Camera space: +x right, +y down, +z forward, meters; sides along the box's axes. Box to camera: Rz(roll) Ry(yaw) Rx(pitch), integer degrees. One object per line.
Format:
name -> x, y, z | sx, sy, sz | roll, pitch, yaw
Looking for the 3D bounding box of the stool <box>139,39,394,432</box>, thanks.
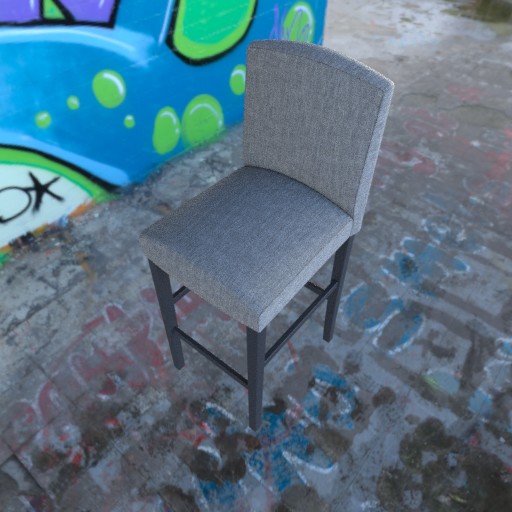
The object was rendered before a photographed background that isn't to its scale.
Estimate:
stool -> 0.000, 0.000, 1.408 | 0.451, 1.138, 0.552 | 30, 53, 26
